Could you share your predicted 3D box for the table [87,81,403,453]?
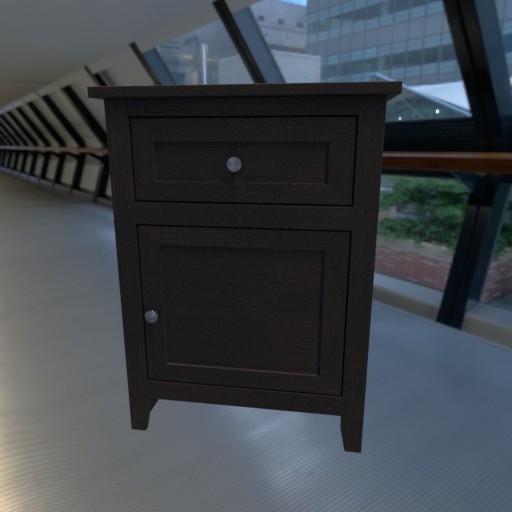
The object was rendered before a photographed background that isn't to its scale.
[{"bbox_3d":[0.000,0.000,0.927,0.480,0.635,0.381,2,15,9],"label":"table"}]
